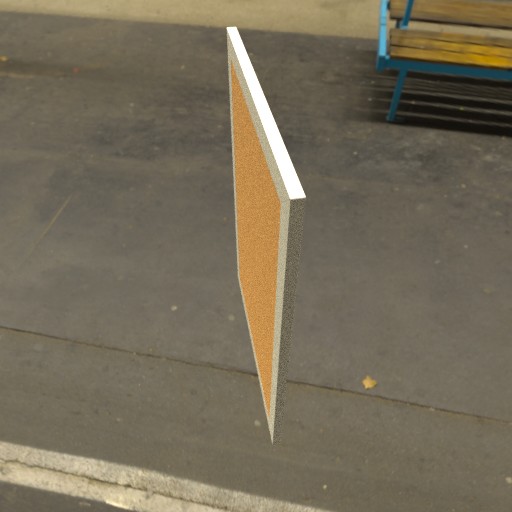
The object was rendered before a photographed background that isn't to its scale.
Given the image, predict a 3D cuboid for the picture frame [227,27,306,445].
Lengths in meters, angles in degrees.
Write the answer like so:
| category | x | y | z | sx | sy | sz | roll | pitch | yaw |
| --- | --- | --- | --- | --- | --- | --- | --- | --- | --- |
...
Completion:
| category | x | y | z | sx | sy | sz | roll | pitch | yaw |
| --- | --- | --- | --- | --- | --- | --- | --- | --- | --- |
| picture frame | 0.000 | 0.000 | 0.588 | 0.011 | 0.459 | 0.326 | -8 | 47 | -7 |
